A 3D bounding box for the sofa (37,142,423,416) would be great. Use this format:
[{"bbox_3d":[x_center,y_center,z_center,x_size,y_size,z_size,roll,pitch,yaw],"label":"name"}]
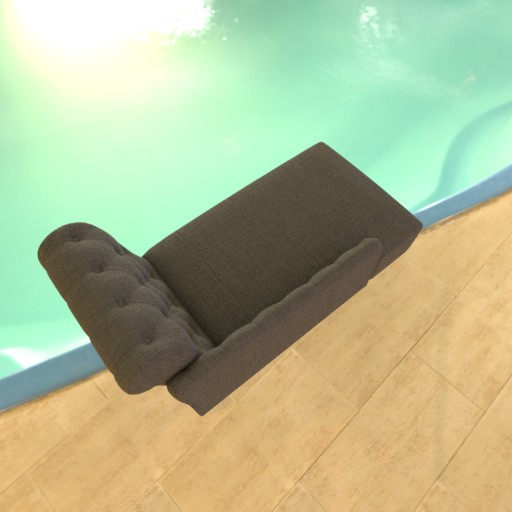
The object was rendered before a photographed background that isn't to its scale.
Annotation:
[{"bbox_3d":[0.000,0.000,1.837,1.379,0.787,0.675,-35,65,-19],"label":"sofa"}]
